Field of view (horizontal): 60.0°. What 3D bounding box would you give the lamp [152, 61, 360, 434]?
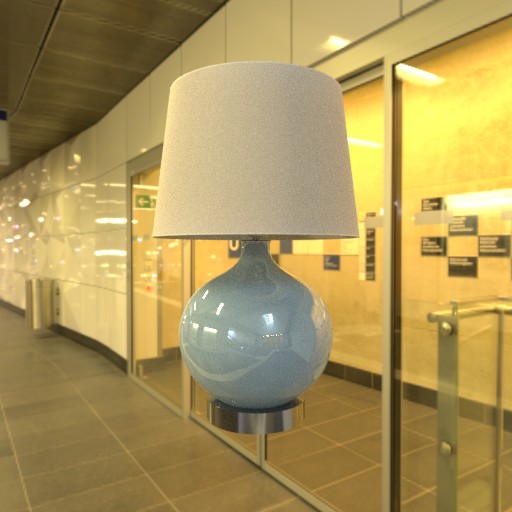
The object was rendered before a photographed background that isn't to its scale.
[{"bbox_3d":[0.000,0.000,0.540,0.247,0.387,0.247,0,1,0],"label":"lamp"}]
